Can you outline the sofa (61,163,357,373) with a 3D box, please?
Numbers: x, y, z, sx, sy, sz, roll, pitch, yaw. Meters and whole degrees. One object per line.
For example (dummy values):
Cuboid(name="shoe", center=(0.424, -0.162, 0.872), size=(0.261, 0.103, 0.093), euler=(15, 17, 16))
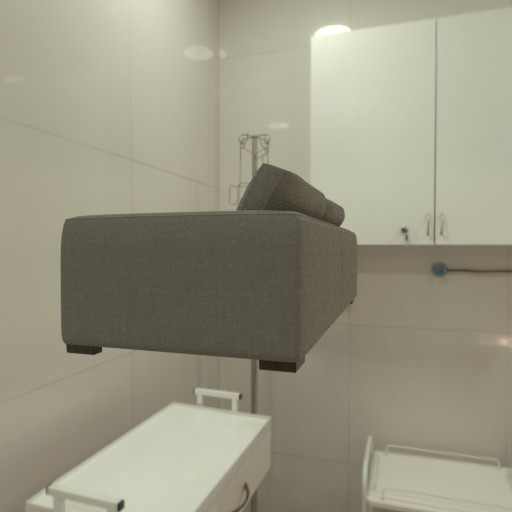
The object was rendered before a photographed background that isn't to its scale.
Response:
Cuboid(name="sofa", center=(0.000, 0.000, 2.775), size=(1.070, 0.801, 2.262), euler=(0, 1, 18))
